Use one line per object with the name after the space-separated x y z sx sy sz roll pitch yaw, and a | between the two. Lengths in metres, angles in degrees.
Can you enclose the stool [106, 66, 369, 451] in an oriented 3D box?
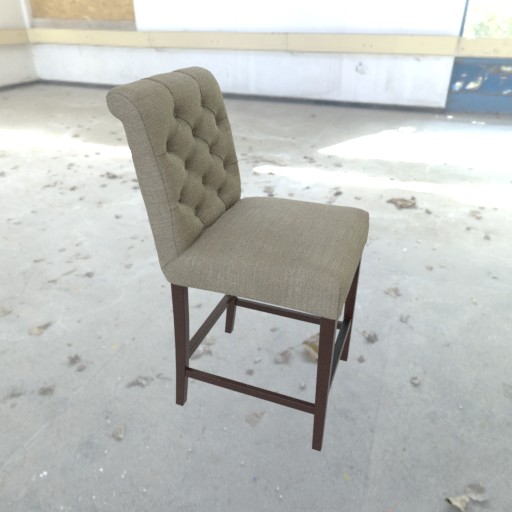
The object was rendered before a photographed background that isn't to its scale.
0.000 0.000 1.448 0.660 1.084 0.486 11 32 18 | stool
